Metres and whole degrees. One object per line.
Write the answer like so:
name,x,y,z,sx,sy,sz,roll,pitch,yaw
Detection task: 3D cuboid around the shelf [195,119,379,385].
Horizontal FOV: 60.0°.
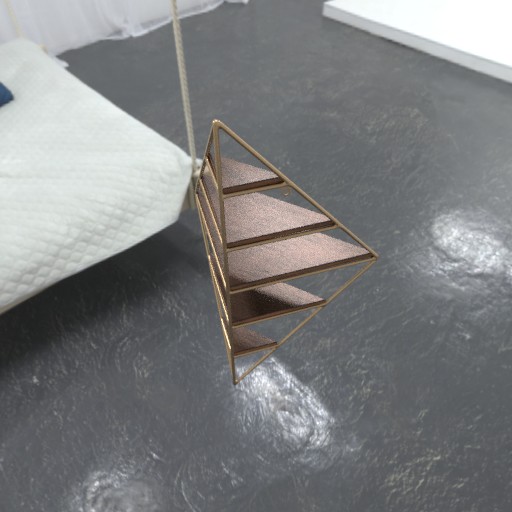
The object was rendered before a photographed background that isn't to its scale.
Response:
shelf,0.000,0.000,1.146,0.564,0.913,0.294,21,50,19
